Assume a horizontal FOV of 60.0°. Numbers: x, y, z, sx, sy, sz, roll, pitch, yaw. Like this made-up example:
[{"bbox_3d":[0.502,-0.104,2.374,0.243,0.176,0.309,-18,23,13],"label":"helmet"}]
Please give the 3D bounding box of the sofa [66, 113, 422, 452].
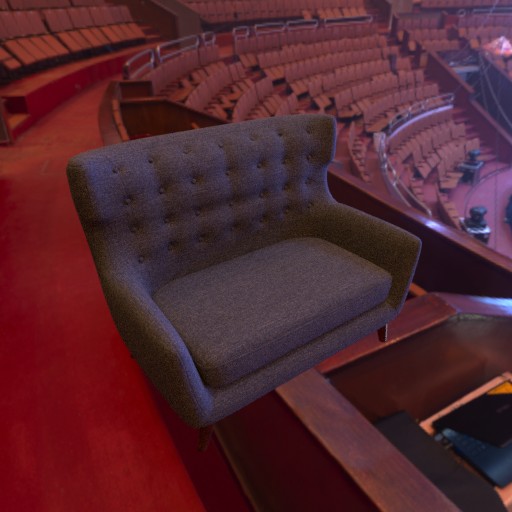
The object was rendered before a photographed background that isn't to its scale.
[{"bbox_3d":[0.000,0.000,2.038,1.358,1.028,0.874,-20,35,-31],"label":"sofa"}]
